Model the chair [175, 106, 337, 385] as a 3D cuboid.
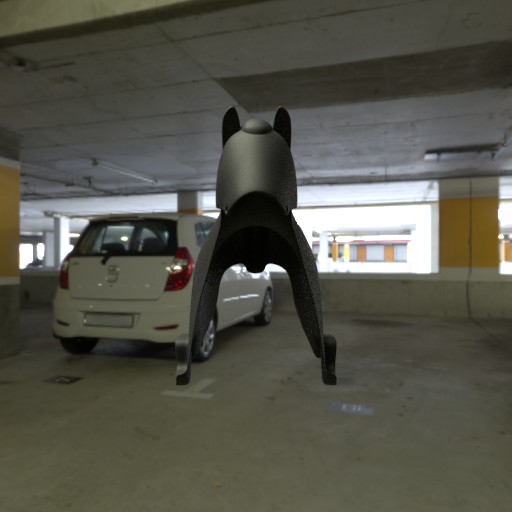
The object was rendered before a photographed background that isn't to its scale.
[{"bbox_3d":[0.000,0.000,1.176,0.429,0.612,0.800,0,0,0],"label":"chair"}]
